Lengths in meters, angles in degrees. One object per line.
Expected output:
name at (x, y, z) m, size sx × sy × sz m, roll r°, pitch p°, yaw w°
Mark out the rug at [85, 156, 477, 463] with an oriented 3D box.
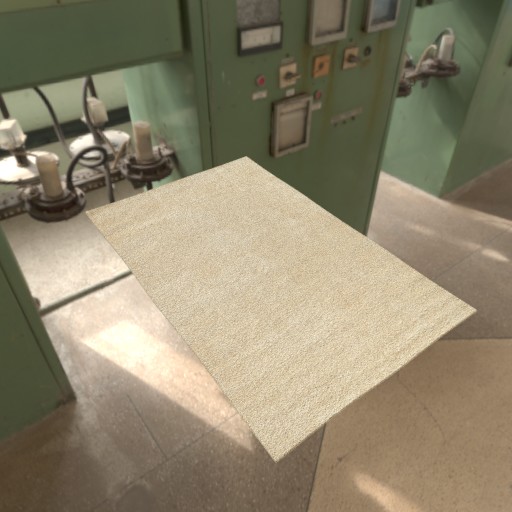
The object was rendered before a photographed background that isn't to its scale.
rug at (0.000, 0.000, 2.990) m, size 1.500 × 0.025 × 2.346 m, roll -25°, pitch 47°, yaw -27°
